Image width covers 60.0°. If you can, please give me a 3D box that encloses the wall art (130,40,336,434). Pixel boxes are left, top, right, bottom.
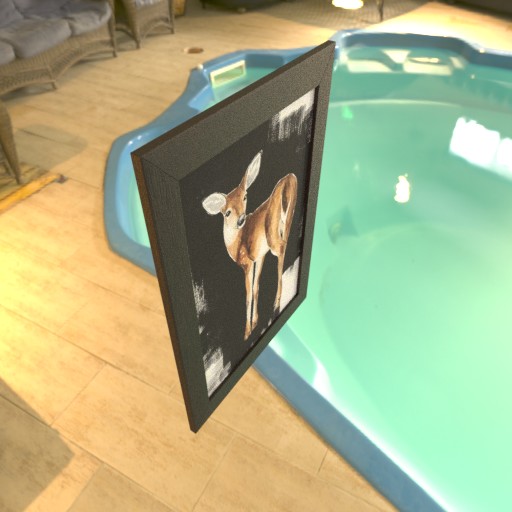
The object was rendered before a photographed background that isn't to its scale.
[{"bbox_3d":[0.000,0.000,0.655,0.013,0.508,0.359,25,49,25],"label":"wall art"}]
